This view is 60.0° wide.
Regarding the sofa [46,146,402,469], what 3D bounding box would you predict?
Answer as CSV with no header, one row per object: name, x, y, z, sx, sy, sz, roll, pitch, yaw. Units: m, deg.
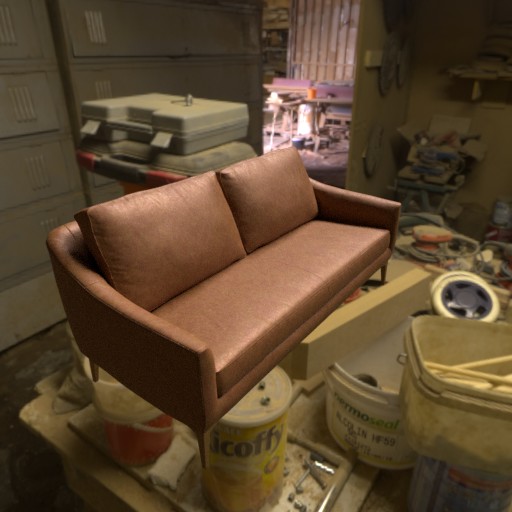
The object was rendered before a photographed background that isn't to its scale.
sofa,0.000,0.000,2.562,0.981,0.945,2.036,17,30,32
